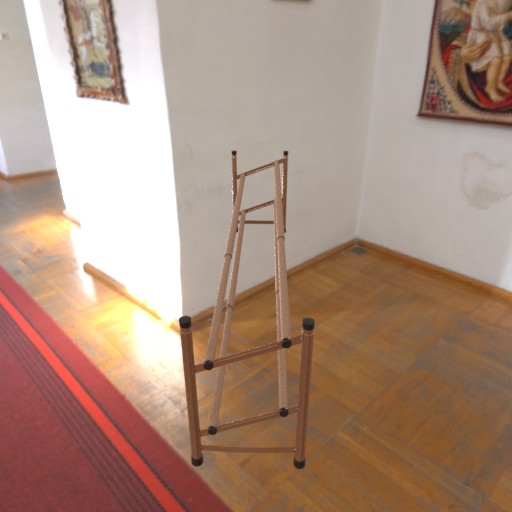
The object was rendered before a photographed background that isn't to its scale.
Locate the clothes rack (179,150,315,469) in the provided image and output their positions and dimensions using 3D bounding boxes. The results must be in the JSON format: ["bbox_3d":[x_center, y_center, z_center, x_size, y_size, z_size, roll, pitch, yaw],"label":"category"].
[{"bbox_3d":[0.000,0.000,1.320,0.229,0.349,1.168,1,27,1],"label":"clothes rack"}]
